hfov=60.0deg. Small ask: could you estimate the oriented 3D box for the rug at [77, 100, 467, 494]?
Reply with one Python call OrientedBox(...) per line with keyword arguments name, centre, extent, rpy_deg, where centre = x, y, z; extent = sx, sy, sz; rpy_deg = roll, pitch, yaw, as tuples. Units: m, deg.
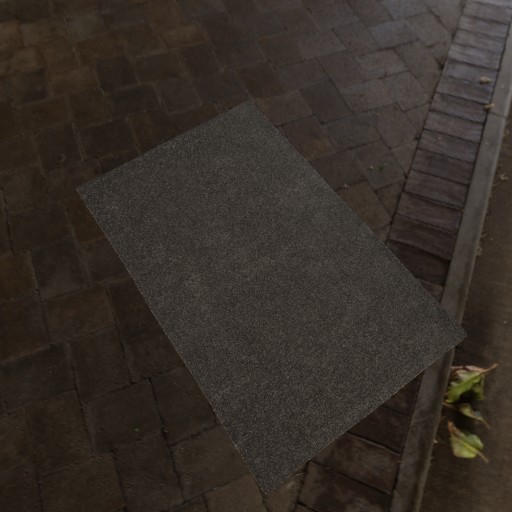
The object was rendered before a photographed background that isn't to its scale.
OrientedBox(name="rug", centre=(0.000, 0.000, 2.925), extent=(1.502, 0.025, 2.350), rpy_deg=(-32, 68, -15))
